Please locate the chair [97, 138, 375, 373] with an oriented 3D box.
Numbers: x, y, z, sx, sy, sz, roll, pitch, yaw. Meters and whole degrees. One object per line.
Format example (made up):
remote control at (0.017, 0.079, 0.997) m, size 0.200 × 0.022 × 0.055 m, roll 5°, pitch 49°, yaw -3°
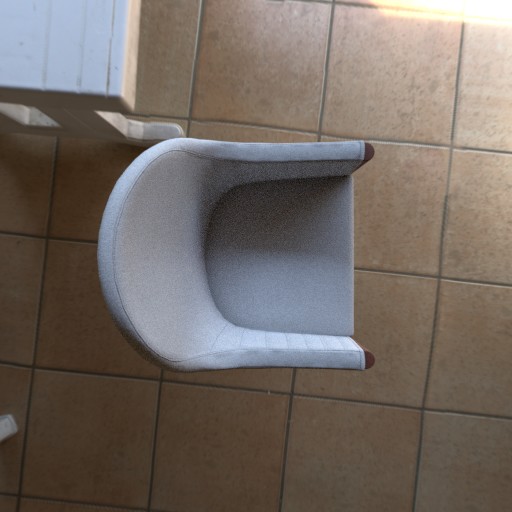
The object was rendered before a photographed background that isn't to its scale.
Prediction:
chair at (0.000, 0.000, 1.312) m, size 0.620 × 0.889 × 0.610 m, roll 0°, pitch 90°, yaw 1°
